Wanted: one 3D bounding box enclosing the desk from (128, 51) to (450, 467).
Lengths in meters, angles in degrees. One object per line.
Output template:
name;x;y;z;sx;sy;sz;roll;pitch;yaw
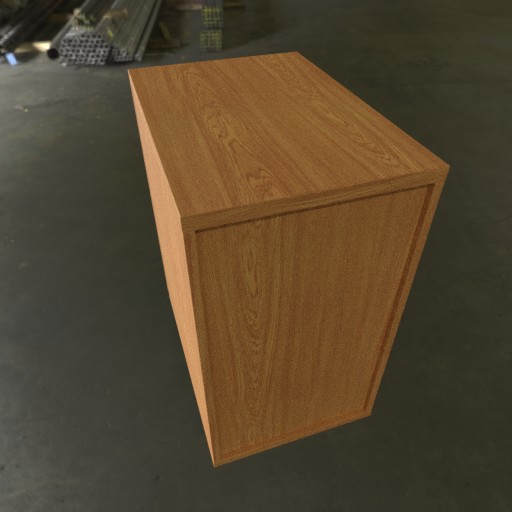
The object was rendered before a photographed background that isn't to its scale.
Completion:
desk;0.000;0.000;1.060;0.404;0.730;0.600;-12;42;-14
